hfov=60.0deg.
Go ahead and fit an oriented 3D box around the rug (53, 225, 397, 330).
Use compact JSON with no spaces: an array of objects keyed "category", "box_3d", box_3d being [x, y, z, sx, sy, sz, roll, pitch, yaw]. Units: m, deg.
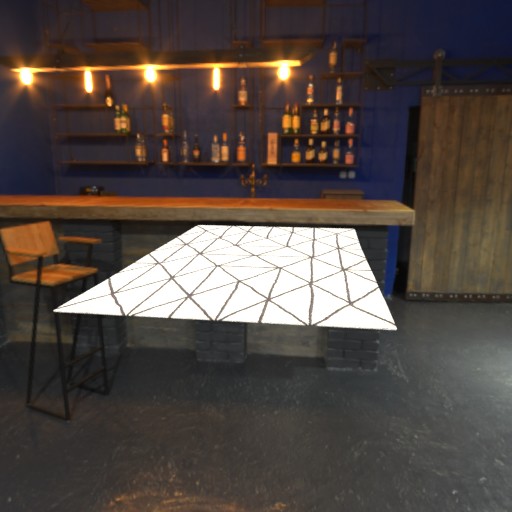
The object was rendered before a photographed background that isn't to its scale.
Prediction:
[{"category":"rug","box_3d":[0.000,0.000,3.111,1.526,0.008,2.465,2,13,8]}]
